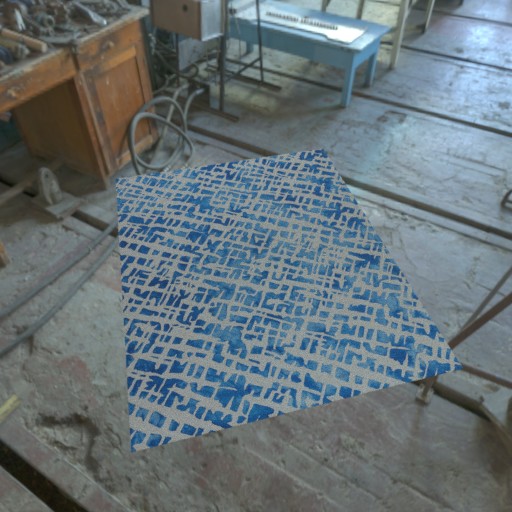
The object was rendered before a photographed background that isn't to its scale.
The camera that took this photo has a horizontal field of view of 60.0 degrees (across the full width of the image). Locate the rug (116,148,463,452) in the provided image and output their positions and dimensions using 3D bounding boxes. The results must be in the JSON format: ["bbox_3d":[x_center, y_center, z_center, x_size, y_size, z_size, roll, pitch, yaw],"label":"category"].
[{"bbox_3d":[0.000,0.000,4.087,2.435,0.007,3.007,-10,48,-10],"label":"rug"}]
